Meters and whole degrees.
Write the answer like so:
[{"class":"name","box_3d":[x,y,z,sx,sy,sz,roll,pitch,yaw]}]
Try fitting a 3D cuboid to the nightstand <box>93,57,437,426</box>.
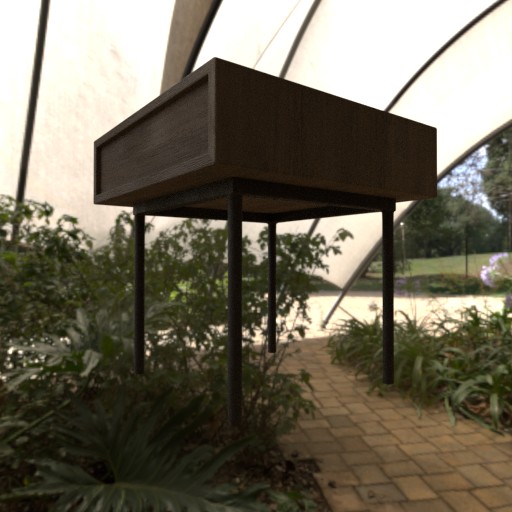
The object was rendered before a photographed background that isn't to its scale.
[{"class":"nightstand","box_3d":[0.000,0.000,0.905,0.503,0.497,0.502,0,-1,-37]}]
